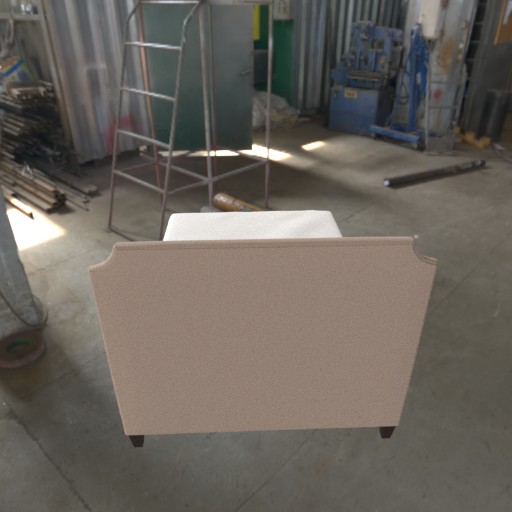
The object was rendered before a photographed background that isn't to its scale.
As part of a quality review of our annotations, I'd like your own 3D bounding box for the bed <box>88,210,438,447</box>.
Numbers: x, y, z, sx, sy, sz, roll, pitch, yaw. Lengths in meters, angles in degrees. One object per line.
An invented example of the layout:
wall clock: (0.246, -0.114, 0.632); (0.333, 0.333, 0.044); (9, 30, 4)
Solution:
bed: (0.000, 0.000, 3.435); (1.713, 1.443, 2.372); (-1, 30, -2)
